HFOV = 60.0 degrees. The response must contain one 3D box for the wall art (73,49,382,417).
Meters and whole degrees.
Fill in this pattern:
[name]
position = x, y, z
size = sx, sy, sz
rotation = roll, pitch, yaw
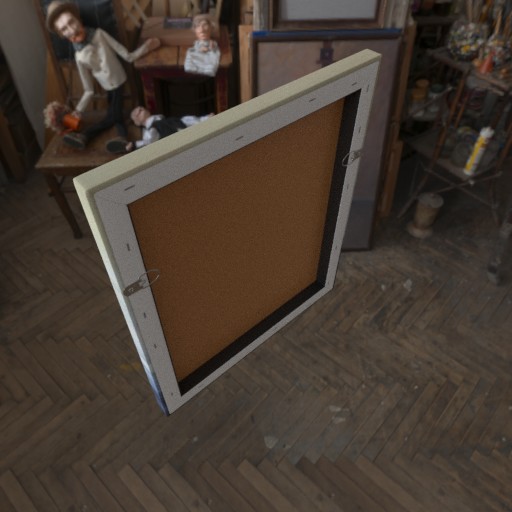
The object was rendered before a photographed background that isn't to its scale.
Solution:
[wall art]
position = 0.000, 0.000, 0.966
size = 0.608, 0.710, 0.041
rotation = -33, 56, -26
